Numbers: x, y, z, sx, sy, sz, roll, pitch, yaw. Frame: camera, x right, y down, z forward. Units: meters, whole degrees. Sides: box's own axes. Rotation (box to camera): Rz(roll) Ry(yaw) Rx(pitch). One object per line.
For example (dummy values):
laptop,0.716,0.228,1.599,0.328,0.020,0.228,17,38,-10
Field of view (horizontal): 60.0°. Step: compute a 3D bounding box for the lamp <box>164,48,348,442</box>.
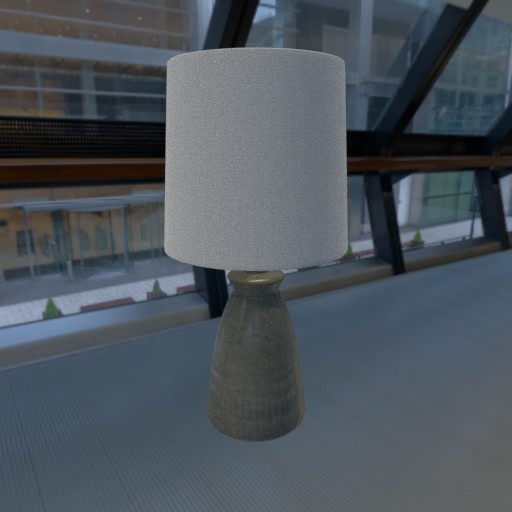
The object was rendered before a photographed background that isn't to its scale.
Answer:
lamp,0.000,0.000,0.462,0.186,0.369,0.186,0,15,0
